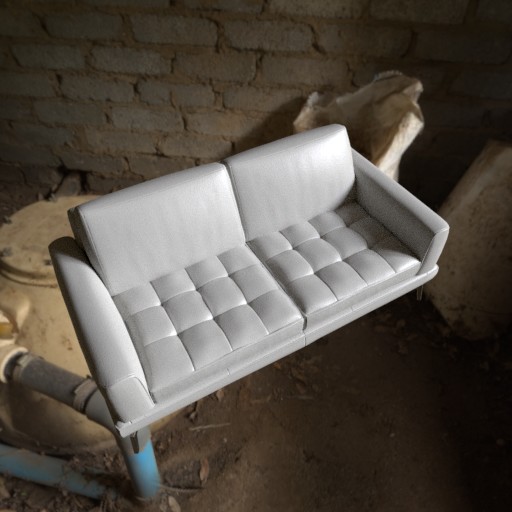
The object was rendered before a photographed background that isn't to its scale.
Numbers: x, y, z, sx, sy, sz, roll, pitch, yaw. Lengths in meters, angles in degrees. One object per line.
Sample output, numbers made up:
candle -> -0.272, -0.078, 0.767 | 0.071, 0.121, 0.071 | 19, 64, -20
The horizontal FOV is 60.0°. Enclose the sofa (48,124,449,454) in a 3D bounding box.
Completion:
sofa -> 0.000, 0.000, 2.687 | 2.177, 0.930, 1.121 | -22, 51, -20
